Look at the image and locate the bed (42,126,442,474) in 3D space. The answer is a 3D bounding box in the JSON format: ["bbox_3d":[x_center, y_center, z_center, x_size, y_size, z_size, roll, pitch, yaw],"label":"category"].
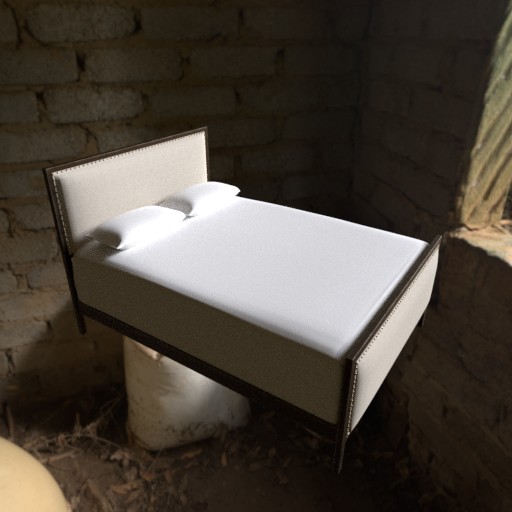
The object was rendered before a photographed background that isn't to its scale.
[{"bbox_3d":[0.000,0.000,3.178,2.221,1.313,1.607,17,32,30],"label":"bed"}]
